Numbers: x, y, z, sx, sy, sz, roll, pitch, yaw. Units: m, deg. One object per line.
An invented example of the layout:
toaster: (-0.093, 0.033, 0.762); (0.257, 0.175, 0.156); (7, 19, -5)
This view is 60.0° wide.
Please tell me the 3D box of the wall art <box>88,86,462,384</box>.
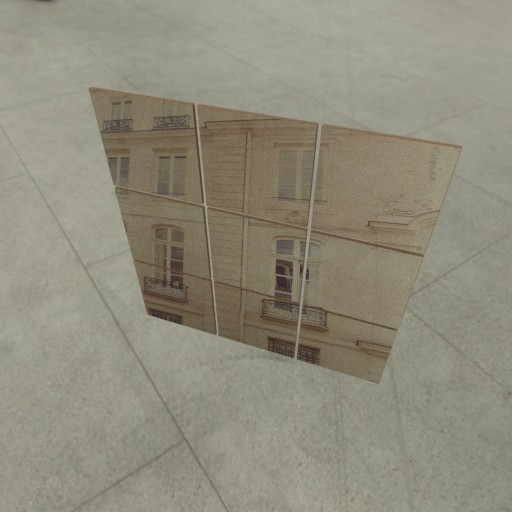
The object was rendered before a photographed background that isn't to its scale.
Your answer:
wall art: (0.000, 0.000, 1.349); (0.915, 0.913, 0.018); (14, 45, 14)
